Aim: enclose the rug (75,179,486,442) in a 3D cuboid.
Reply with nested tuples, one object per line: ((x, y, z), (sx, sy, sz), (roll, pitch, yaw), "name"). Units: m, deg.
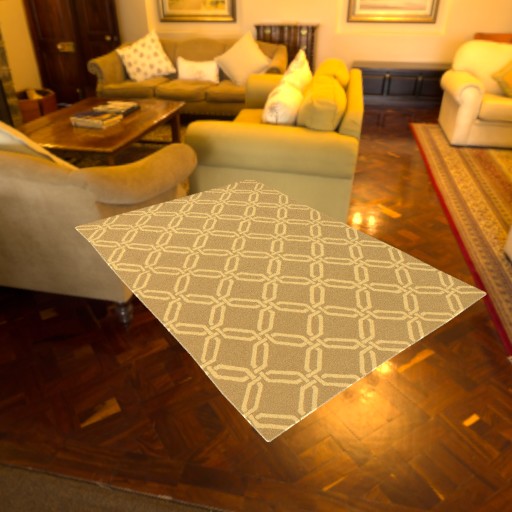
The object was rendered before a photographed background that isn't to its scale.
((0.000, 0.000, 2.715), (1.524, 0.013, 2.135), (-21, 37, -31), "rug")
